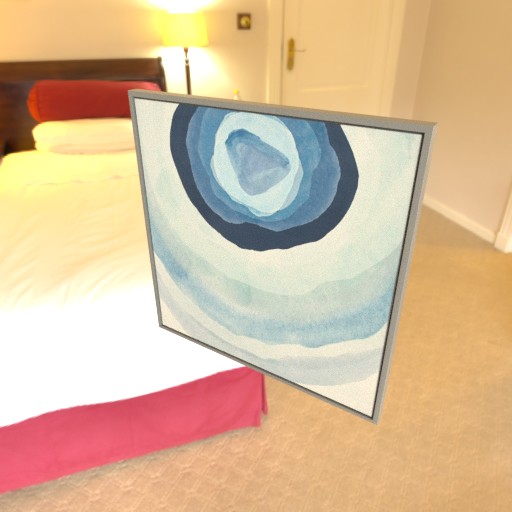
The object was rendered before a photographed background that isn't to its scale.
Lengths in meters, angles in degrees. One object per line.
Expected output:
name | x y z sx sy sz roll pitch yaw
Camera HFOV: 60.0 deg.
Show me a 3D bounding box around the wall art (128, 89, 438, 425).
wall art | 0.000 0.000 1.225 0.809 0.807 0.038 17 33 28
